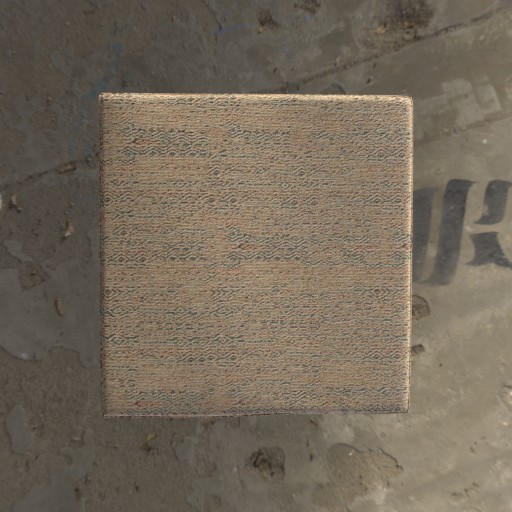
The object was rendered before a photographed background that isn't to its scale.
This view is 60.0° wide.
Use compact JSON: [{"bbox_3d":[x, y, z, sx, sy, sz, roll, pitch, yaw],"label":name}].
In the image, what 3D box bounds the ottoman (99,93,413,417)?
[{"bbox_3d":[0.000,0.000,1.505,0.968,0.356,1.004,0,91,-2],"label":"ottoman"}]
